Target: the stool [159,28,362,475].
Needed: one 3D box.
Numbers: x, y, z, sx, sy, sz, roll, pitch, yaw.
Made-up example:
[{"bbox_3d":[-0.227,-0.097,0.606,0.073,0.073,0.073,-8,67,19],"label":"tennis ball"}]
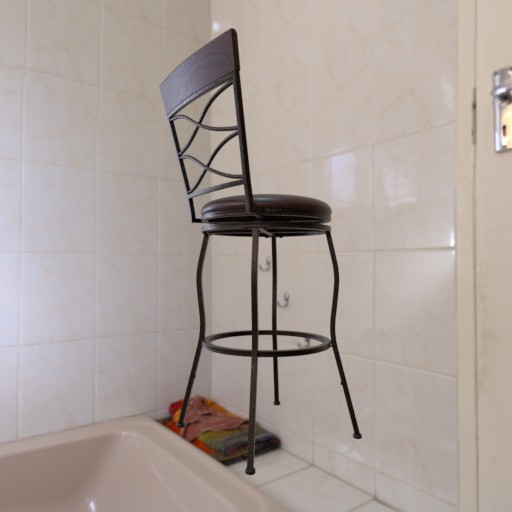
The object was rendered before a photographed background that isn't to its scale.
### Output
[{"bbox_3d":[0.000,0.000,1.414,0.513,1.130,0.448,1,-1,-35],"label":"stool"}]
